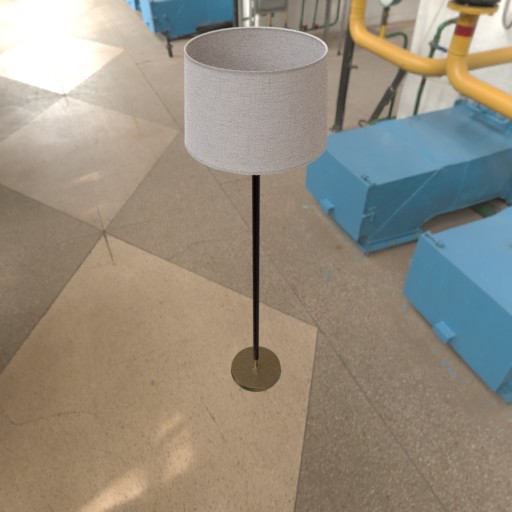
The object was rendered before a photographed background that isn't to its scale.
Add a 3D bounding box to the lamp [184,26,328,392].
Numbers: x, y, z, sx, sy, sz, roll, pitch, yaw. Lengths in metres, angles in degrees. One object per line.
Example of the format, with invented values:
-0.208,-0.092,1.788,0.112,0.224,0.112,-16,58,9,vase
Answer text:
0.000,0.000,1.624,0.420,1.447,0.420,0,42,0,lamp
